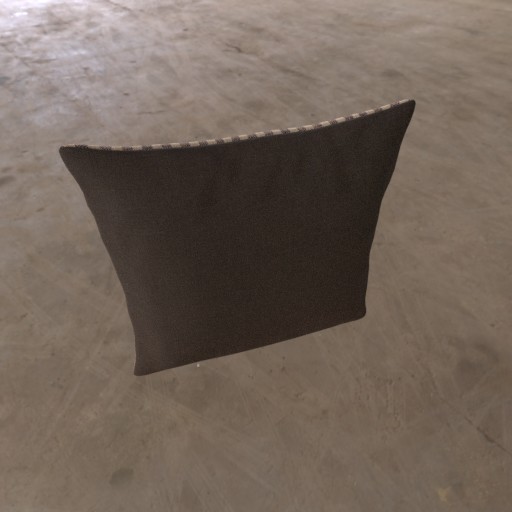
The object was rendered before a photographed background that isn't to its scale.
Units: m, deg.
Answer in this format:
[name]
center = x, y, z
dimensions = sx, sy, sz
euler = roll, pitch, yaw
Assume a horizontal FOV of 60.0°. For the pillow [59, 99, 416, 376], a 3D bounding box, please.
[pillow]
center = 0.000, 0.000, 0.783
dimensions = 0.523, 0.506, 0.166
euler = -12, 42, -13
